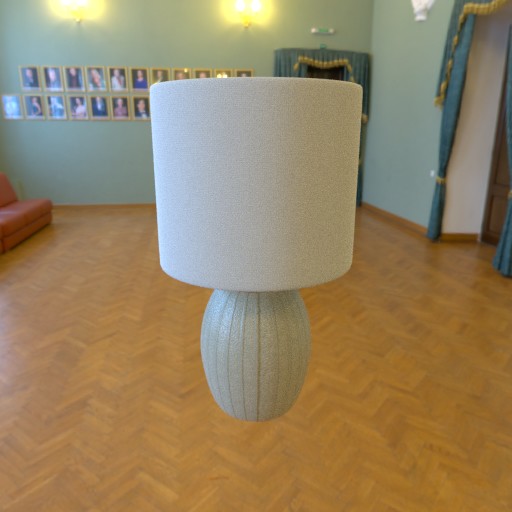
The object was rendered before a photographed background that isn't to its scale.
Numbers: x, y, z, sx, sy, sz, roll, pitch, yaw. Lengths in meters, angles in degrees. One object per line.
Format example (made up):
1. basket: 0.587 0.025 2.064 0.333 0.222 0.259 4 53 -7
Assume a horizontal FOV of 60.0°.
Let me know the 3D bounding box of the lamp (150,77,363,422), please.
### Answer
1. lamp: 0.000 0.000 0.774 0.329 0.570 0.329 -2 16 -9
